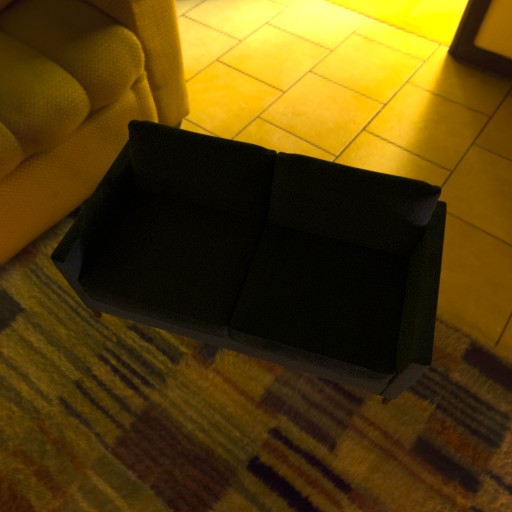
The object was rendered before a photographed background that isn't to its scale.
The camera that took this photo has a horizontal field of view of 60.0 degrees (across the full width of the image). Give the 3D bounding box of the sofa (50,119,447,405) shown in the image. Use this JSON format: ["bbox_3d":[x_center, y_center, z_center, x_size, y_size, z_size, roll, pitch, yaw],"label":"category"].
[{"bbox_3d":[0.000,0.000,2.196,1.676,0.817,0.875,15,59,9],"label":"sofa"}]
